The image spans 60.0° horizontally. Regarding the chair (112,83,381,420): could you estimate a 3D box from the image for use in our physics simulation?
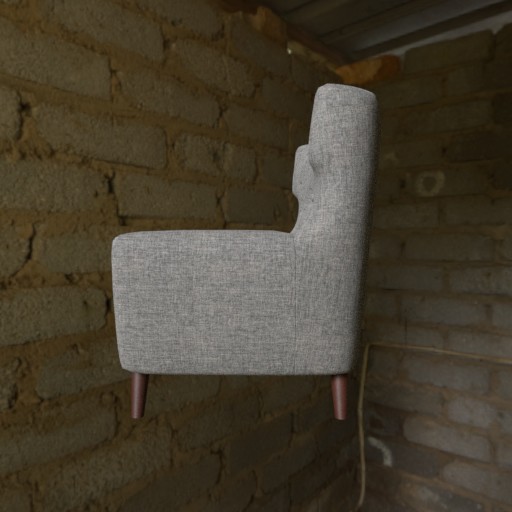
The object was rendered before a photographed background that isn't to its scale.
[{"bbox_3d":[0.000,0.000,1.766,0.904,1.063,0.878,0,1,1],"label":"chair"}]
